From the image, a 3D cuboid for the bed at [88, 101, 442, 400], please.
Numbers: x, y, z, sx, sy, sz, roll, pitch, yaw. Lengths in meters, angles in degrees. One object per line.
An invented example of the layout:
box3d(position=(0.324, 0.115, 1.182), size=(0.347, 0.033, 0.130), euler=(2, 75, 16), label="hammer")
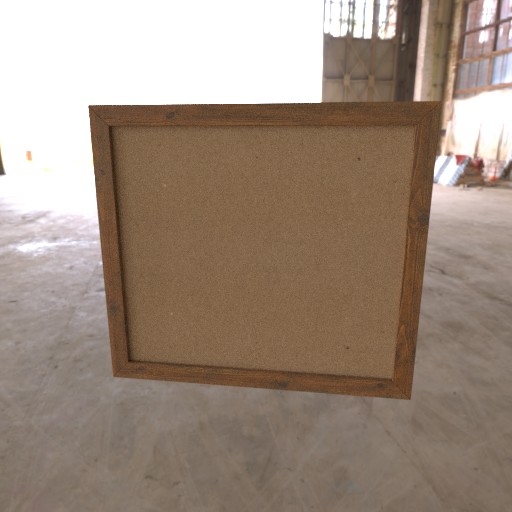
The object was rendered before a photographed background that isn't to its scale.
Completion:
box3d(position=(0.000, 0.000, 1.444), size=(1.046, 0.942, 0.046), euler=(2, 15, 8), label="bed")
